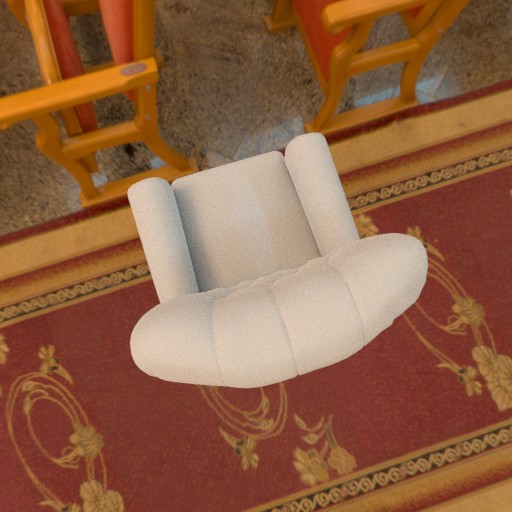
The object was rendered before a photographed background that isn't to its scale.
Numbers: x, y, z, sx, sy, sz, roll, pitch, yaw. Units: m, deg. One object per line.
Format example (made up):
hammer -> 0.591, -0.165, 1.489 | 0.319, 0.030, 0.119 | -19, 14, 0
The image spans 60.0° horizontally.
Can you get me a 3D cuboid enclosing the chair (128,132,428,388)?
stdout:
chair -> 0.000, 0.000, 2.115 | 1.090, 1.217, 1.128 | -17, 76, -4
